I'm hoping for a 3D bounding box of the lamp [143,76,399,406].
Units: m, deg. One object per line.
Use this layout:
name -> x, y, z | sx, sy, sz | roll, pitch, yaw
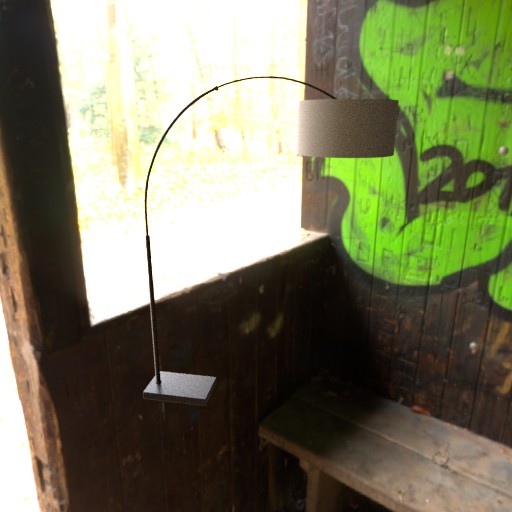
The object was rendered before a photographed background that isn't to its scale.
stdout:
lamp -> 0.000, 0.000, 2.555 | 1.424, 1.927, 0.493 | 3, 18, 10
